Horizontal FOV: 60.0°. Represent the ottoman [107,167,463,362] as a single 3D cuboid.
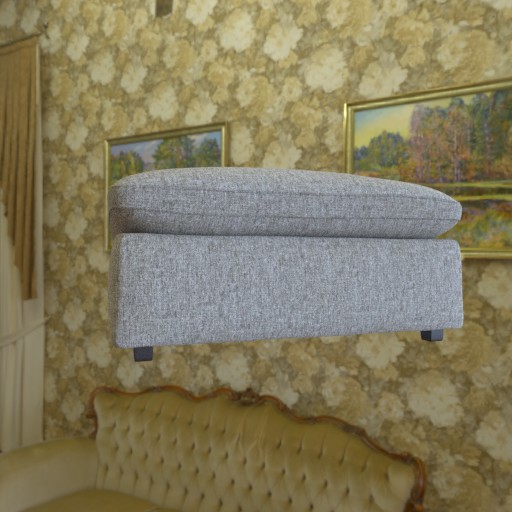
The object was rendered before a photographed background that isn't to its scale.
[{"bbox_3d":[0.000,0.000,1.640,1.039,0.526,1.035,0,-1,-18],"label":"ottoman"}]
